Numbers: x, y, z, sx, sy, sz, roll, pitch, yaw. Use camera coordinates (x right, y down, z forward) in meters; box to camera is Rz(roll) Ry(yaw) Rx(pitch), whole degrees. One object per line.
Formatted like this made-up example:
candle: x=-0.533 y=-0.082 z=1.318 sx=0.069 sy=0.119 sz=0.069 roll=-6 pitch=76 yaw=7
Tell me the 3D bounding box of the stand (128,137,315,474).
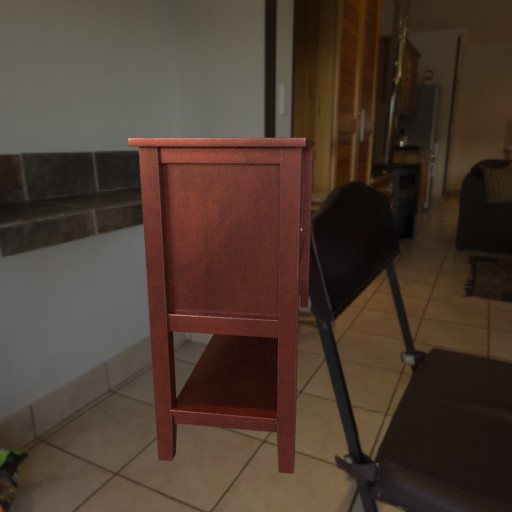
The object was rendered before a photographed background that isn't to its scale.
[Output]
stand: x=0.000 y=0.000 z=1.729 sx=0.410 sy=0.872 sz=1.362 roll=2 pitch=14 yaw=8
